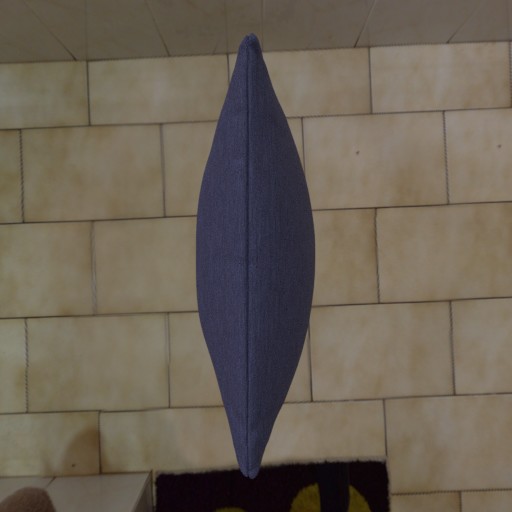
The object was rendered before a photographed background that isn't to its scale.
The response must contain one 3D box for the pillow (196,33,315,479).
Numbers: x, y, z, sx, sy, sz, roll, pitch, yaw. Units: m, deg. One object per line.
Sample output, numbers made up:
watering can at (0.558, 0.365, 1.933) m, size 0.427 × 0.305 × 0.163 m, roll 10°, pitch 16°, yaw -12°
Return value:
pillow at (0.000, 0.000, 0.787) m, size 0.210 × 0.338 × 0.633 m, roll 0°, pitch 89°, yaw 0°
